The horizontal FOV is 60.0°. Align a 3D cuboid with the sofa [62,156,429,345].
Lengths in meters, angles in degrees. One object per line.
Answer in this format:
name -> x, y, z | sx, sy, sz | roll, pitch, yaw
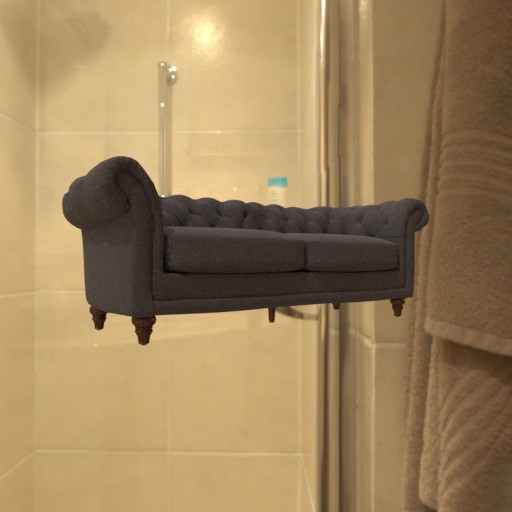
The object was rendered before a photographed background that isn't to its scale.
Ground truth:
sofa -> 0.000, 0.000, 2.875 | 2.335, 0.836, 1.046 | 1, -1, -36
